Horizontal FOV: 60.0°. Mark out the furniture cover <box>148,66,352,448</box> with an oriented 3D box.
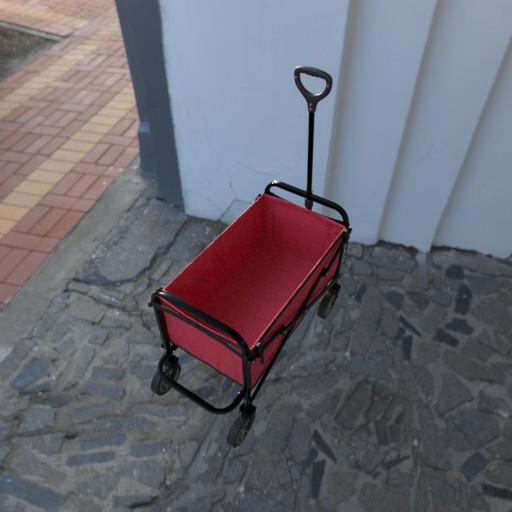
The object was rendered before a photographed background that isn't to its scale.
[{"bbox_3d":[0.000,0.000,1.833,0.532,1.295,1.038,26,51,23],"label":"furniture cover"}]
